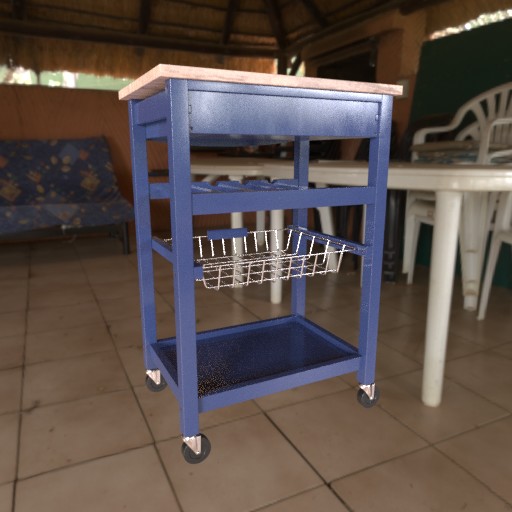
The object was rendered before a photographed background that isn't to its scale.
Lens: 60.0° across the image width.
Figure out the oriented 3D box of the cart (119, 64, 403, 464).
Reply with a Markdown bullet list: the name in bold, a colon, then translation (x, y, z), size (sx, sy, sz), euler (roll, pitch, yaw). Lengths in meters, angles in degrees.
- **cart**: translation (0.000, 0.000, 1.178), size (0.584, 0.839, 0.403), euler (-6, 15, -26)
